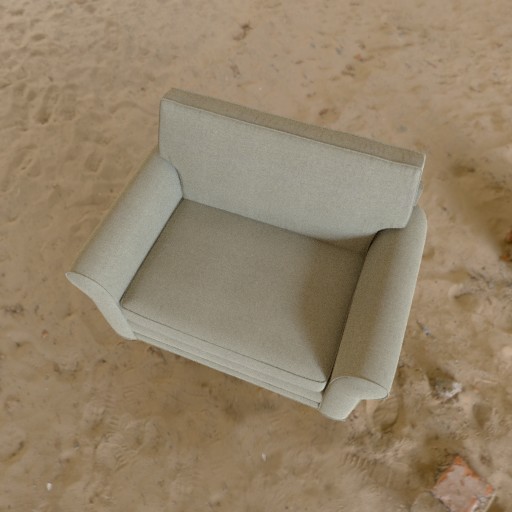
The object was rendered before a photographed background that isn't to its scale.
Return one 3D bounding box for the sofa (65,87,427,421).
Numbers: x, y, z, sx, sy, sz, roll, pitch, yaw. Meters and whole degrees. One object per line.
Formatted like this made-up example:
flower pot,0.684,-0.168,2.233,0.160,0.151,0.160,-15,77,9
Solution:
sofa,0.000,0.000,2.065,1.405,0.991,0.936,18,60,11
